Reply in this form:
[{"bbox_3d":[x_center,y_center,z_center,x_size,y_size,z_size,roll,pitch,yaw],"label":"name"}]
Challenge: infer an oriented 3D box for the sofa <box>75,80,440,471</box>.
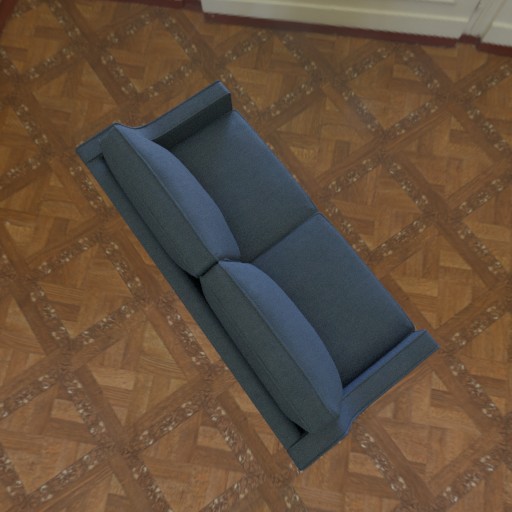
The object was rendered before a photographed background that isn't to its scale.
[{"bbox_3d":[0.000,0.000,2.816,1.066,1.071,2.178,-36,78,-8],"label":"sofa"}]
